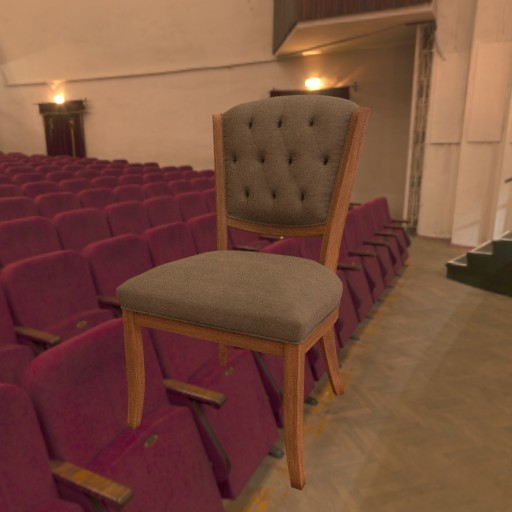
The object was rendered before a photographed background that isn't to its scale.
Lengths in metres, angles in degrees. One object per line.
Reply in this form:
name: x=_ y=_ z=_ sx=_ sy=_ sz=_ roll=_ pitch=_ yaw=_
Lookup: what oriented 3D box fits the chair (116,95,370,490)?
chair: x=0.000 y=0.000 z=1.243 sx=0.513 sy=0.905 sz=0.584 roll=7 pitch=15 yaw=26
